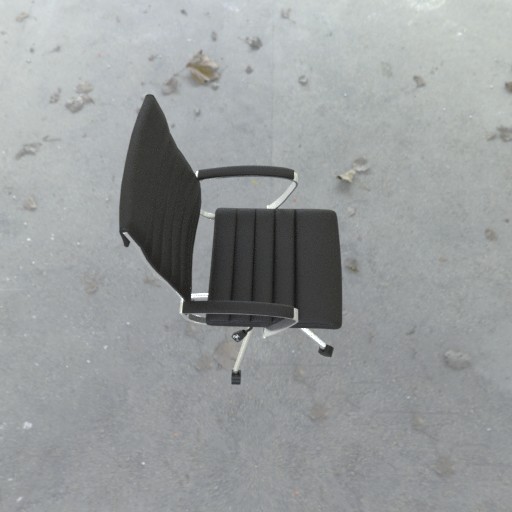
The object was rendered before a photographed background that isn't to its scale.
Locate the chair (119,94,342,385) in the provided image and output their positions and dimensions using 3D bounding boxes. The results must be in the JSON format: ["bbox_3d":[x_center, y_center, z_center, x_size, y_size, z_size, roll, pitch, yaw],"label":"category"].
[{"bbox_3d":[0.000,0.000,1.658,0.739,1.149,0.766,2,65,1],"label":"chair"}]
